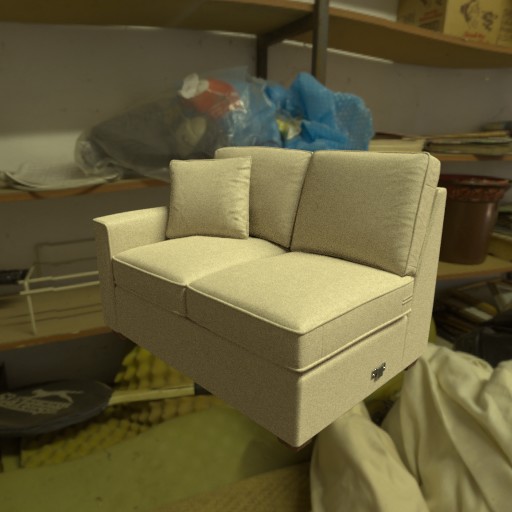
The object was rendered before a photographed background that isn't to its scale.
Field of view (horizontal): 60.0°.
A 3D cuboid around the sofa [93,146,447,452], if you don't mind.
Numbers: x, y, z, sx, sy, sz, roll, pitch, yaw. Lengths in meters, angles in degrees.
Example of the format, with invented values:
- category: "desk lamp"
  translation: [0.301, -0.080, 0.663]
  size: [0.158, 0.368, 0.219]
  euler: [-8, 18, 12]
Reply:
- category: "sofa"
  translation: [0.000, 0.000, 2.110]
  size: [0.991, 0.989, 1.388]
  euler: [-15, 22, -43]
